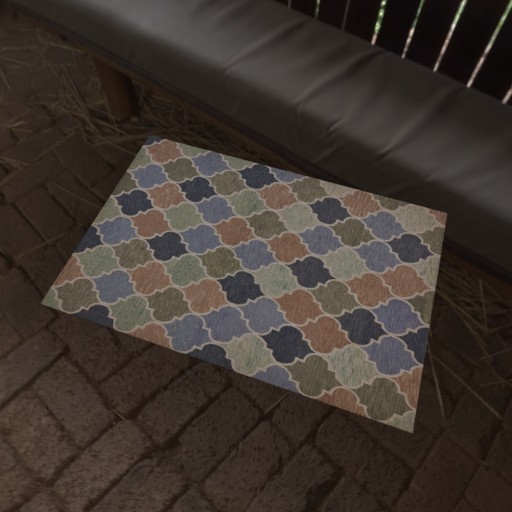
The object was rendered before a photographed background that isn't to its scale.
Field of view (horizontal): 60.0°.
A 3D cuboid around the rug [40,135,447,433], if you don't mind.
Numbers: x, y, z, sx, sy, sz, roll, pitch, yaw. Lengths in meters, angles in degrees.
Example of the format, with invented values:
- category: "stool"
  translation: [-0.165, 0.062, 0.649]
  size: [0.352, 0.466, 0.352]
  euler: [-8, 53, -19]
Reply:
- category: "rug"
  translation: [0.000, 0.000, 2.907]
  size: [2.284, 0.006, 1.521]
  euler: [17, 61, 10]
